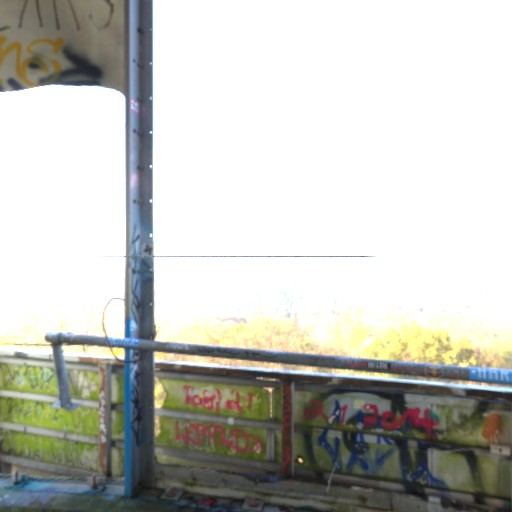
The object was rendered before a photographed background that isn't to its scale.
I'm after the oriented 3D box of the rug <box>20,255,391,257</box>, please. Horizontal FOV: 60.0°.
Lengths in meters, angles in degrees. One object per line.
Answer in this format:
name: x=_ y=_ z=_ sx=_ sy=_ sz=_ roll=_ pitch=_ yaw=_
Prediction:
rug: x=0.000 y=0.000 z=2.135 sx=1.190 sy=0.003 sz=1.634 roll=0 pitch=0 yaw=19
